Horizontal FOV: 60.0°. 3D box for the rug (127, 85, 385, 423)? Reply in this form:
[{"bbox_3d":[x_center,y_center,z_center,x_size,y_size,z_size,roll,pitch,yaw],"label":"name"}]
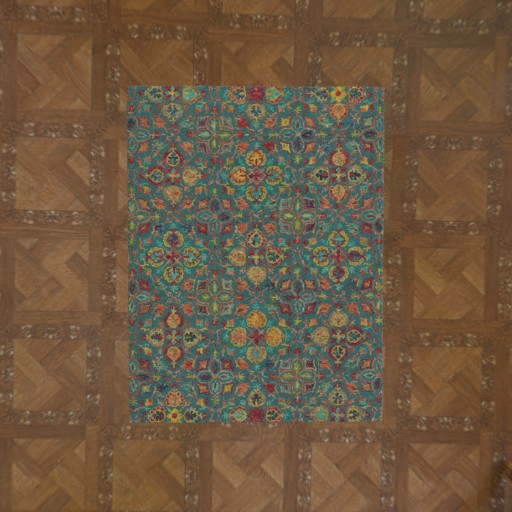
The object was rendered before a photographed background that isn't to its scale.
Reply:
[{"bbox_3d":[0.000,0.000,4.222,2.434,0.025,3.204,0,92,-1],"label":"rug"}]
